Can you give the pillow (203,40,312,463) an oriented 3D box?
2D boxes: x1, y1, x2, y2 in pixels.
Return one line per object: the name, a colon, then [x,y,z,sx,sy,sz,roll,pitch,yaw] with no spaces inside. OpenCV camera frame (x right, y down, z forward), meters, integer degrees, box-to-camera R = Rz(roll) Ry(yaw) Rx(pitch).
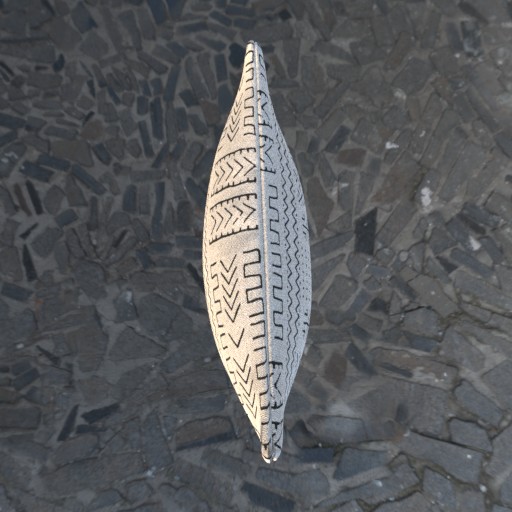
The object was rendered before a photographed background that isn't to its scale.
pillow: [0.000,0.000,0.794,0.188,0.352,0.637,-2,75,-1]
